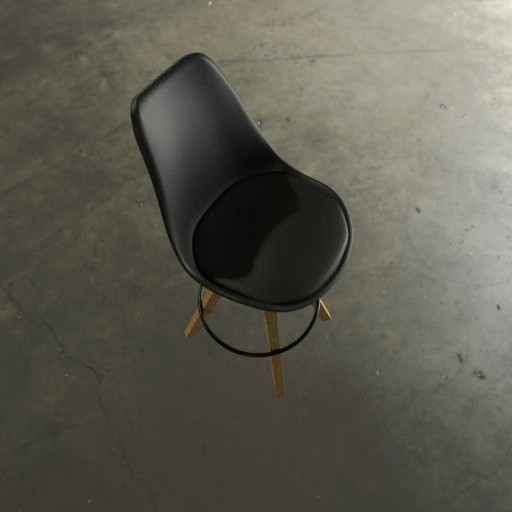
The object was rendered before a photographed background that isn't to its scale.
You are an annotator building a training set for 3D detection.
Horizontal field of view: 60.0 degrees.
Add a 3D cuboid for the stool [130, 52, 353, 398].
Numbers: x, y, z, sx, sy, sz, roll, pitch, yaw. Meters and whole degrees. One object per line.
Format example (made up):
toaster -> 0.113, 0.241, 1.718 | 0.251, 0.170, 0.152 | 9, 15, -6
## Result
stool -> 0.000, 0.000, 1.410 | 0.550, 1.115, 0.485 | 29, 63, 16
